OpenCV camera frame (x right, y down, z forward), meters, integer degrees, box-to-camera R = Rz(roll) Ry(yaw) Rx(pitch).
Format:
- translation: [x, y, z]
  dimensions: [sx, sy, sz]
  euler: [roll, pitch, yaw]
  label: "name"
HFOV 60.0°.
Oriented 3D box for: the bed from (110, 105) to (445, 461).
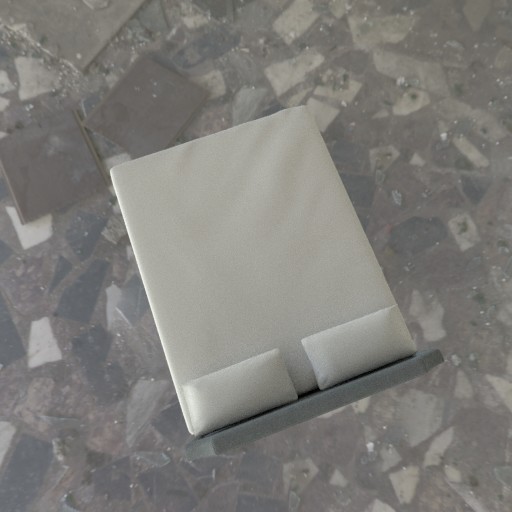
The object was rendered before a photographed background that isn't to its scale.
- translation: [0.000, 0.000, 3.605]
  dimensions: [1.977, 1.306, 2.464]
  euler: [-19, 76, -5]
  label: "bed"
